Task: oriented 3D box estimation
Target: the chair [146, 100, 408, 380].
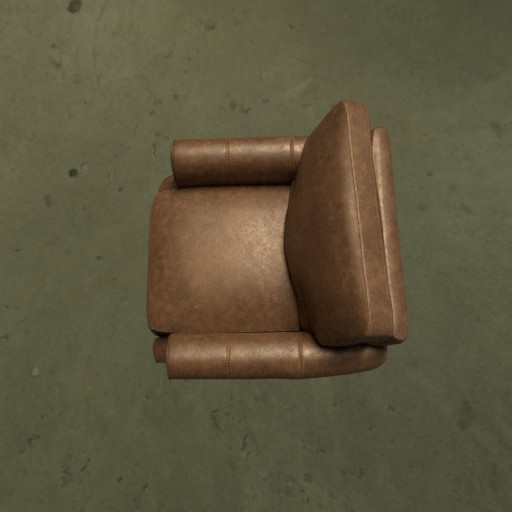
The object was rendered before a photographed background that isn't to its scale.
[{"bbox_3d":[0.000,0.000,1.854,1.002,0.976,0.996,-1,76,0],"label":"chair"}]
